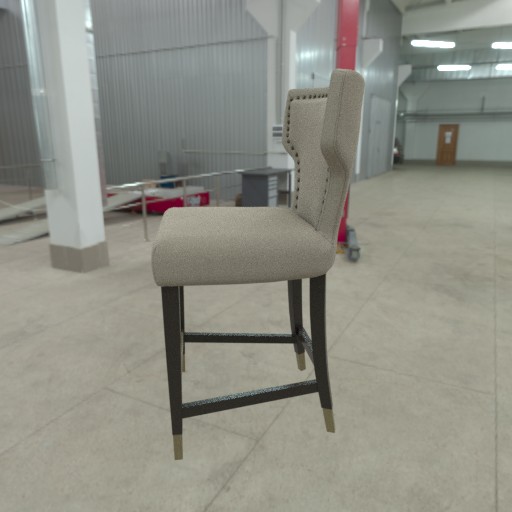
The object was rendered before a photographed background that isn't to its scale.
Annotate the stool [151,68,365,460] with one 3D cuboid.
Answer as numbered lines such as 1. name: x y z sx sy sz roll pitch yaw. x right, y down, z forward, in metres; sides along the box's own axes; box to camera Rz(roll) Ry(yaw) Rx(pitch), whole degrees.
1. stool: 0.000 0.000 1.318 0.563 0.982 0.527 -2 15 -8
